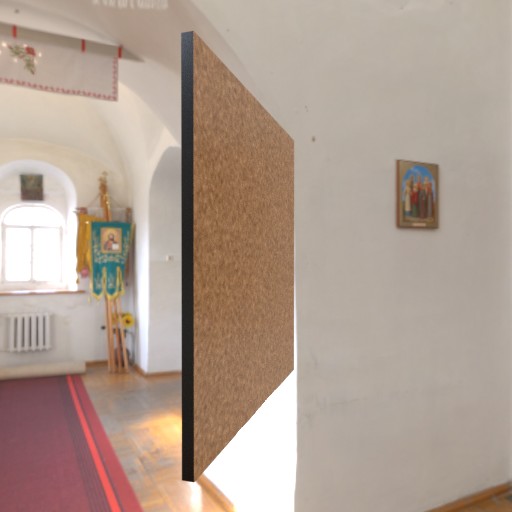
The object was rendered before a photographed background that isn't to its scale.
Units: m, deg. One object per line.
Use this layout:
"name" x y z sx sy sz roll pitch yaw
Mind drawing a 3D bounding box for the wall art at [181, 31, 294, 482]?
"wall art" 0.000 0.000 0.650 0.014 0.445 0.446 0 0 18
